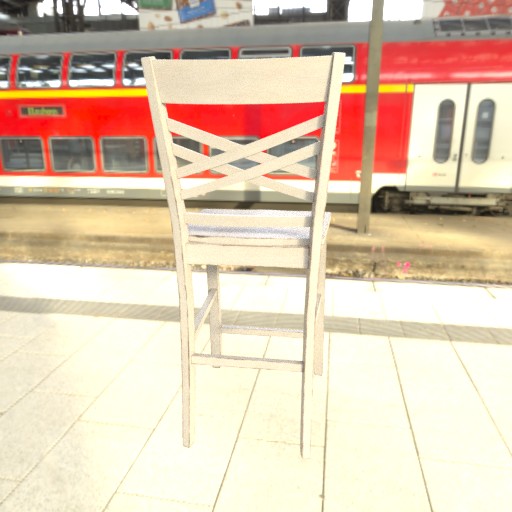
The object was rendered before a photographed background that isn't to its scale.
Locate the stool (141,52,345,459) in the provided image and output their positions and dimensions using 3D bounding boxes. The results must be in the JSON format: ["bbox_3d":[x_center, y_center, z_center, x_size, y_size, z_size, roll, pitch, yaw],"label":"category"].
[{"bbox_3d":[0.000,0.000,1.374,0.462,1.079,0.539,2,16,8],"label":"stool"}]
